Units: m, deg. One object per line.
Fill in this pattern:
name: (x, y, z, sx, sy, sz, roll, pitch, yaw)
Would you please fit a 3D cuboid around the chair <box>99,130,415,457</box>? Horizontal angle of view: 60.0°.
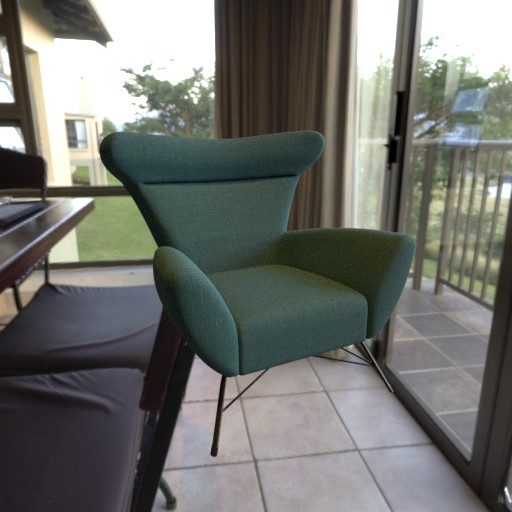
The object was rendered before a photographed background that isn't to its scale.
chair: (0.000, 0.000, 1.811, 1.050, 0.980, 0.900, -8, 18, -27)
